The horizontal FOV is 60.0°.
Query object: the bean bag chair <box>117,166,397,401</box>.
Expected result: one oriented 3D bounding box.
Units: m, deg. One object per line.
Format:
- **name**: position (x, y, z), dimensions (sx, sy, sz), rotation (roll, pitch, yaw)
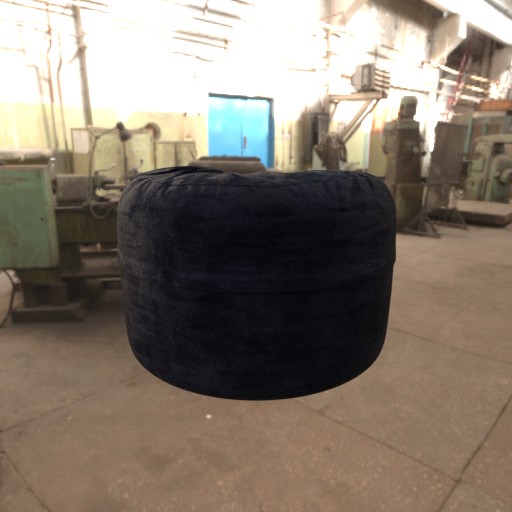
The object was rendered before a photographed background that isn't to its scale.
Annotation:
- **bean bag chair**: position (0.000, 0.000, 1.533), dimensions (0.918, 0.616, 0.918), rotation (0, 15, 0)
